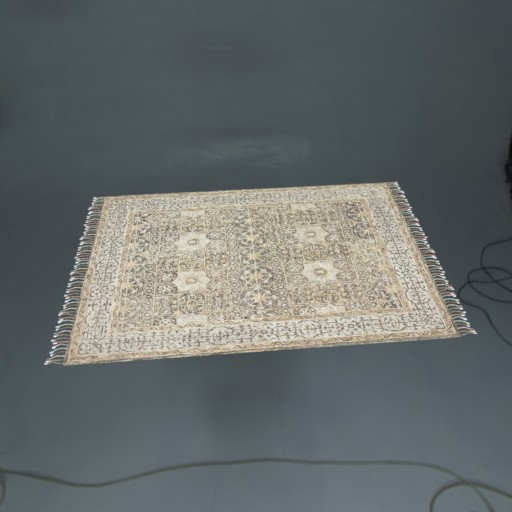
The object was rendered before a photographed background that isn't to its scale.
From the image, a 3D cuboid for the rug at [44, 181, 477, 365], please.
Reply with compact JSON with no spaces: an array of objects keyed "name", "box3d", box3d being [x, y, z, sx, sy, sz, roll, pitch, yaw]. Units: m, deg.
[{"name":"rug","box3d":[0.000,0.000,2.492,2.029,0.010,1.237,-3,46,-3]}]
